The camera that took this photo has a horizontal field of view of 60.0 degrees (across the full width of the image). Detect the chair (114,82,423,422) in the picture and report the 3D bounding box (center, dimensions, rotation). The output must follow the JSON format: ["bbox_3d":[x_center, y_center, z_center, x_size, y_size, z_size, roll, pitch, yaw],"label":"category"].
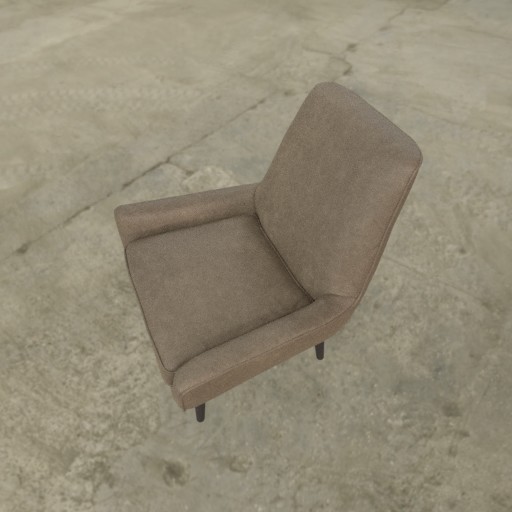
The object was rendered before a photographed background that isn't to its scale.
[{"bbox_3d":[0.000,0.000,1.493,0.824,0.888,0.787,-18,50,-16],"label":"chair"}]
